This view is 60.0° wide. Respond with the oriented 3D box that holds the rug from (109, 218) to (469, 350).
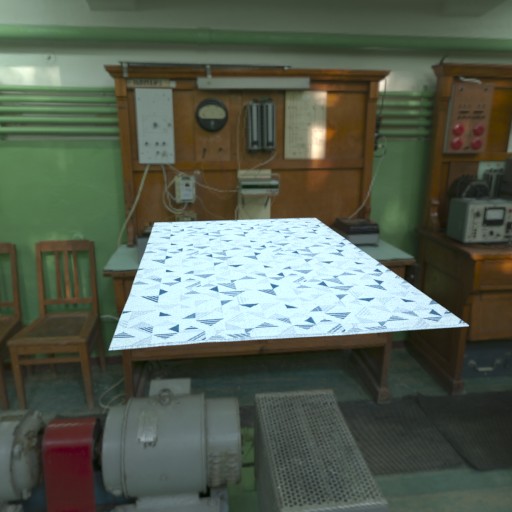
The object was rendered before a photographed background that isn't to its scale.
[{"bbox_3d":[0.000,0.000,2.984,1.512,0.009,2.457,-2,16,-8],"label":"rug"}]
